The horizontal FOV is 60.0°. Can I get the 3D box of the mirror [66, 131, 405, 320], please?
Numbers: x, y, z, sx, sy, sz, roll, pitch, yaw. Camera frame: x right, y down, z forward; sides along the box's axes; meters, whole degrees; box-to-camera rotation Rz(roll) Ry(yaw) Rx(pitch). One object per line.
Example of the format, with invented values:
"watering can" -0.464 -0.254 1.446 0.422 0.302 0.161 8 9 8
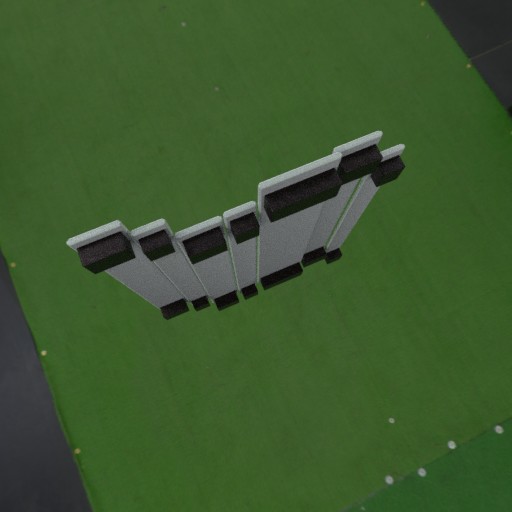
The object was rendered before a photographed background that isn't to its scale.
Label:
"mirror" 0.000 0.000 0.804 0.445 0.611 0.058 -23 76 -6
